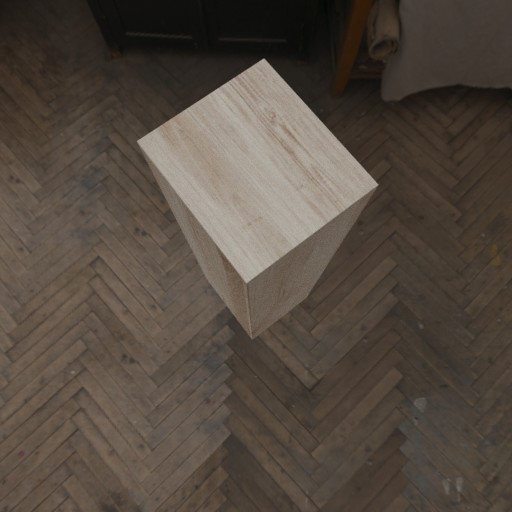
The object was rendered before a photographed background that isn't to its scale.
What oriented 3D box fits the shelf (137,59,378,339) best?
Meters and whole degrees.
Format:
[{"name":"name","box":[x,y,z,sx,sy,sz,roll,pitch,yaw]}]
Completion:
[{"name":"shelf","box":[0.000,0.000,2.167,0.450,1.960,0.510,-36,78,-9]}]
